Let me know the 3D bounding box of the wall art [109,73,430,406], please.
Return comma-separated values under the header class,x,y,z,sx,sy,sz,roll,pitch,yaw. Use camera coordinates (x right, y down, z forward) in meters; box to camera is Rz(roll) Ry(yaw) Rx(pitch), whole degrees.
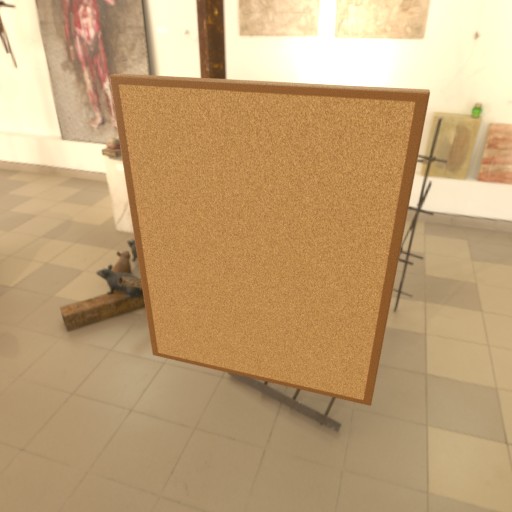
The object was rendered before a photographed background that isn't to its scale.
class,x,y,z,sx,sy,sz,roll,pitch,yaw
wall art,0.000,0.000,0.512,0.310,0.379,0.015,9,31,15
